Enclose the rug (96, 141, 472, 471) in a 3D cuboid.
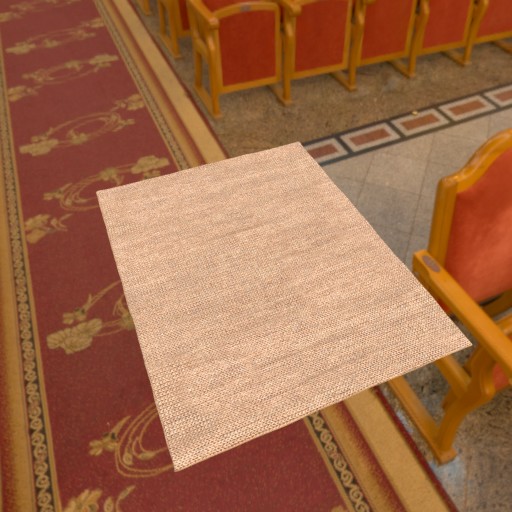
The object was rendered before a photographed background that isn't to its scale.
[{"bbox_3d":[0.000,0.000,4.107,2.429,0.030,3.052,-17,50,-15],"label":"rug"}]
